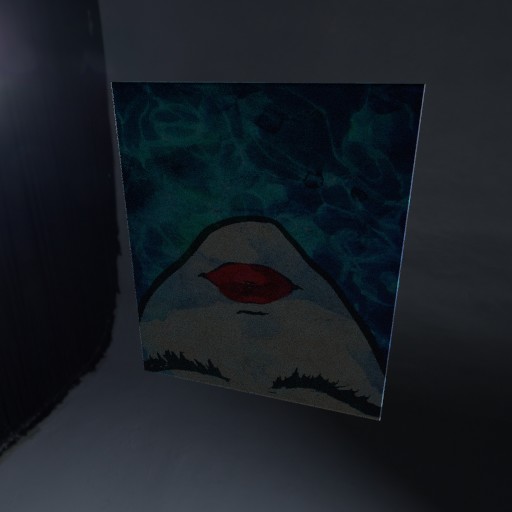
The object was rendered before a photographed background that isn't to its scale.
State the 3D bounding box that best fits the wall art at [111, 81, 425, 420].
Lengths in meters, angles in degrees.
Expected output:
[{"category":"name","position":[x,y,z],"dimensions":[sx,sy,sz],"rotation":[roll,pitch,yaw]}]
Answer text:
[{"category":"wall art","position":[0.000,0.000,0.697],"dimensions":[0.432,0.508,0.038],"rotation":[7,23,16]}]
